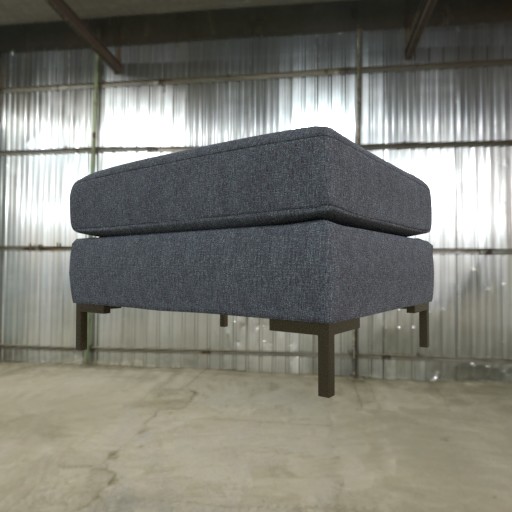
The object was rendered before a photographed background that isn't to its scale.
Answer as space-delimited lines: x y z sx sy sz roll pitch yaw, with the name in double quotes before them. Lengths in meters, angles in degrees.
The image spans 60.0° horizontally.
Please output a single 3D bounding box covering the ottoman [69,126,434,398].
"ottoman" 0.000 0.000 1.287 0.831 0.533 0.695 -1 -2 36
